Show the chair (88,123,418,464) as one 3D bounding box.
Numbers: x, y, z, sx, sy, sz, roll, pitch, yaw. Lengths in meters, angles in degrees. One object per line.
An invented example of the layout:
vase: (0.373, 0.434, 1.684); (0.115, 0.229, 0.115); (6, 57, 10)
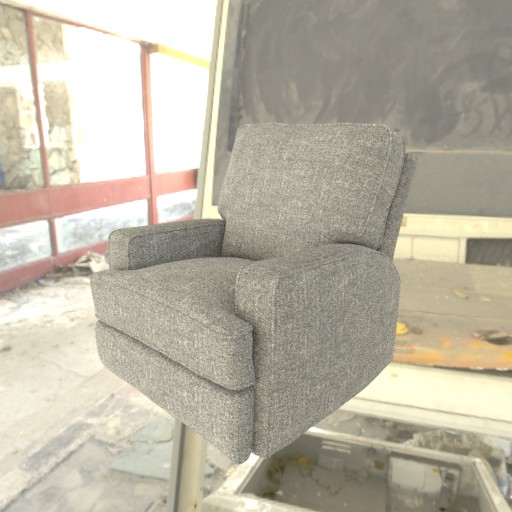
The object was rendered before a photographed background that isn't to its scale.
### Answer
chair: (0.000, 0.000, 1.632); (0.861, 0.962, 0.964); (14, 20, 42)
